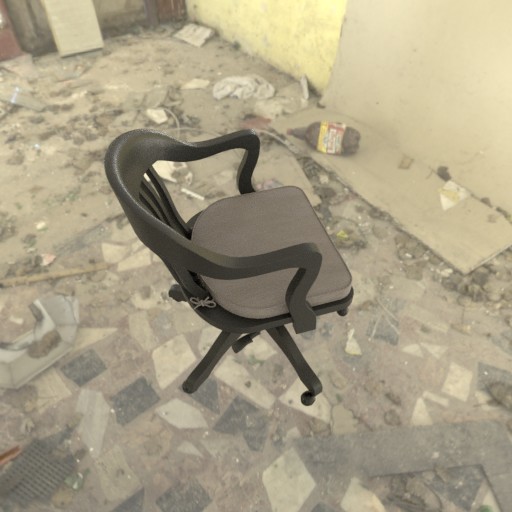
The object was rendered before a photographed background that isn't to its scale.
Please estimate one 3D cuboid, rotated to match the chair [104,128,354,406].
[{"bbox_3d":[0.000,0.000,1.496,0.788,0.878,0.750,-12,48,-11],"label":"chair"}]
